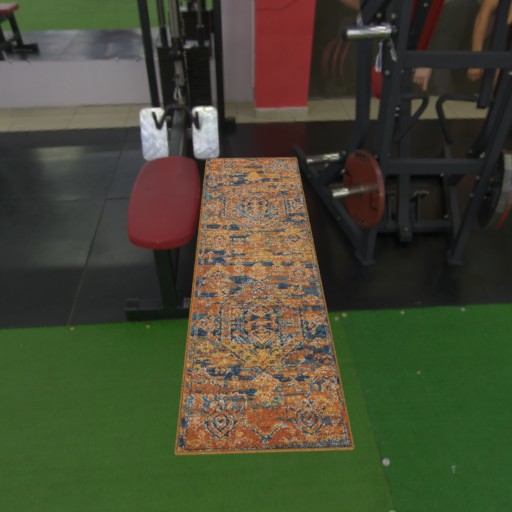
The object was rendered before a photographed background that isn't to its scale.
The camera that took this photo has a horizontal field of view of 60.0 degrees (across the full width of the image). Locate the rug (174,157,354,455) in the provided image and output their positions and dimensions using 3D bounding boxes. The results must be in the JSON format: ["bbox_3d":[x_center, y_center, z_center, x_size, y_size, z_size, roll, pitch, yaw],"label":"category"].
[{"bbox_3d":[0.000,0.000,2.041,0.556,0.013,1.820,-1,41,-1],"label":"rug"}]
